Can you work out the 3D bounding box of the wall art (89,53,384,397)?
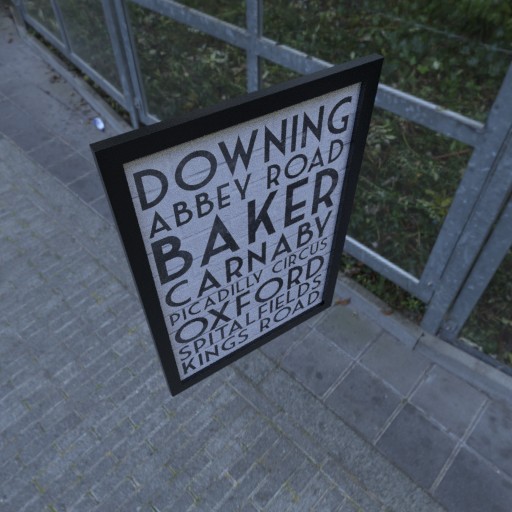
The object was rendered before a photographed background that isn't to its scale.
[{"bbox_3d":[0.000,0.000,0.849,0.462,0.656,0.019,-26,53,-22],"label":"wall art"}]
